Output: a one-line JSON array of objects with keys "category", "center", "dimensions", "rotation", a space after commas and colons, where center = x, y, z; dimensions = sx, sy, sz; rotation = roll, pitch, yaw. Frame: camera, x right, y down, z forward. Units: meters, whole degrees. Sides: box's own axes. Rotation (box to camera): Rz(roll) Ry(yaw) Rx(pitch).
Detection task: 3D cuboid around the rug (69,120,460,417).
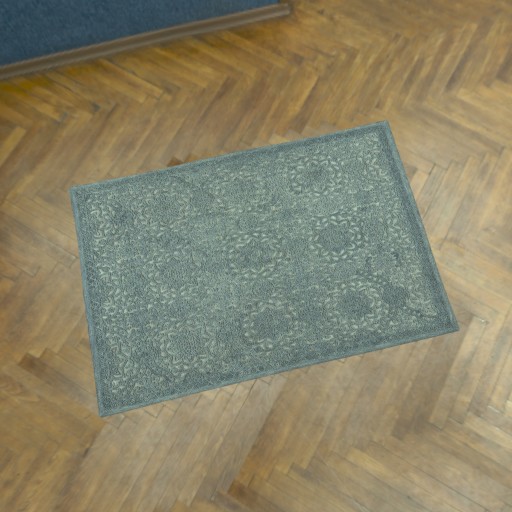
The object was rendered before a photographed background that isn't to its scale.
[{"category": "rug", "center": [0.000, 0.000, 2.329], "dimensions": [1.830, 0.016, 1.224], "rotation": [-13, 76, -3]}]
